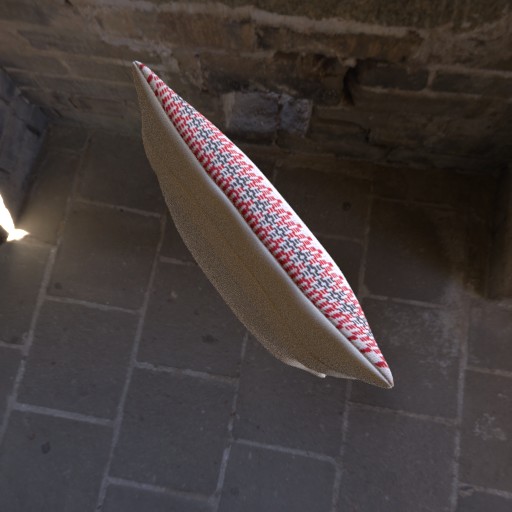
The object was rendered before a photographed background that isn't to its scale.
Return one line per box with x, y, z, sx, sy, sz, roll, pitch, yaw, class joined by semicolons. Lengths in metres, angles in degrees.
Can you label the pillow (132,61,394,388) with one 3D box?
0.000;0.000;0.699;0.160;0.454;0.463;-36;79;-8;pillow
